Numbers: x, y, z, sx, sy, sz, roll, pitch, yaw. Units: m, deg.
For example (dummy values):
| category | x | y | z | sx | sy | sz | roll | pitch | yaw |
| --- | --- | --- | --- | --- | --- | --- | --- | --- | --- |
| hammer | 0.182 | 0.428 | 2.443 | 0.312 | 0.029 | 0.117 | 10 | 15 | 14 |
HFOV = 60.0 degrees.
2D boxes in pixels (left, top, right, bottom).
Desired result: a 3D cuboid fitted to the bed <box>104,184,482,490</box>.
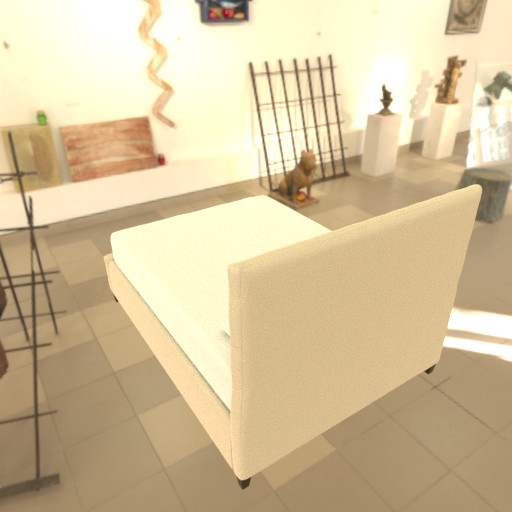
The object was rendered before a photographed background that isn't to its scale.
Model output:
| category | x | y | z | sx | sy | sz | roll | pitch | yaw |
| --- | --- | --- | --- | --- | --- | --- | --- | --- | --- |
| bed | 0.000 | 0.000 | 3.271 | 1.696 | 1.426 | 2.233 | -18 | 34 | -29 |
